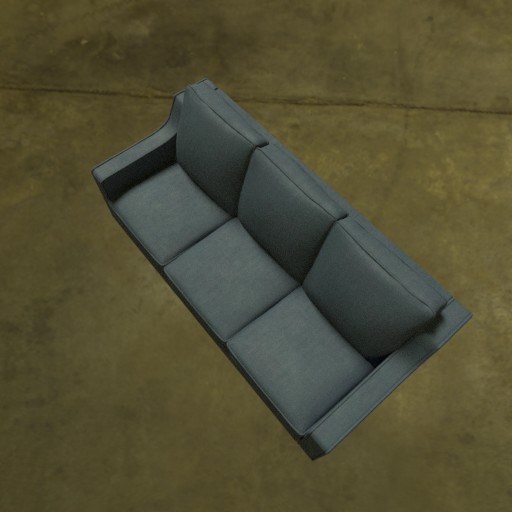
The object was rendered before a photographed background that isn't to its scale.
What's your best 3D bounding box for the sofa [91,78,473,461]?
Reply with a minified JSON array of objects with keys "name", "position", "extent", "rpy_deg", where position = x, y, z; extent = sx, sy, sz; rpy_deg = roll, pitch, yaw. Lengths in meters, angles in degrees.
[{"name":"sofa","position":[0.000,0.000,2.507],"extent":[0.911,0.974,1.986],"rpy_deg":[-37,68,-17]}]
